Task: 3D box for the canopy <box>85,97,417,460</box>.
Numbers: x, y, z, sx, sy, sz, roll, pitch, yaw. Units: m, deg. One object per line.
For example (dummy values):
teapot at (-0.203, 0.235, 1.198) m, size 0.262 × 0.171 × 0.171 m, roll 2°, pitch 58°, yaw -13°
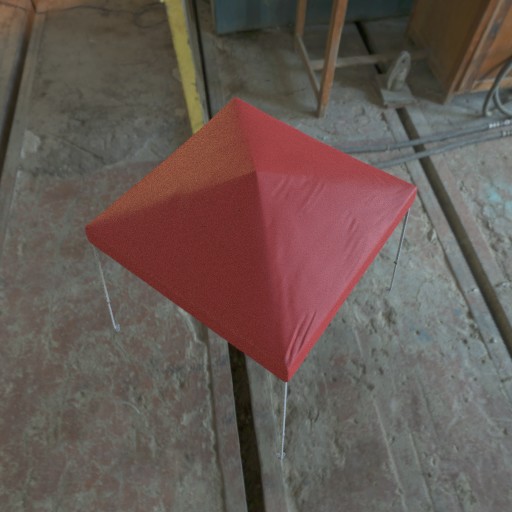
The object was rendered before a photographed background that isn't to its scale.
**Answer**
canopy at (0.000, 0.000, 6.477) m, size 3.599 × 3.600 × 3.600 m, roll 32°, pitch 63°, yaw 18°
